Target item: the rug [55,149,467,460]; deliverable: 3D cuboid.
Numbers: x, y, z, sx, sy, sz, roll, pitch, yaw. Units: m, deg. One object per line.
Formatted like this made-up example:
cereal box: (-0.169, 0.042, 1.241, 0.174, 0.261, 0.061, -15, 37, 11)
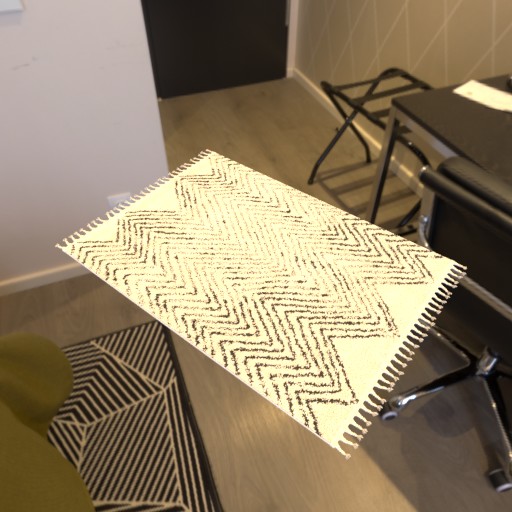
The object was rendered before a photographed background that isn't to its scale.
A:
rug: (0.000, 0.000, 2.349, 1.847, 0.014, 1.230, 29, 52, 26)
